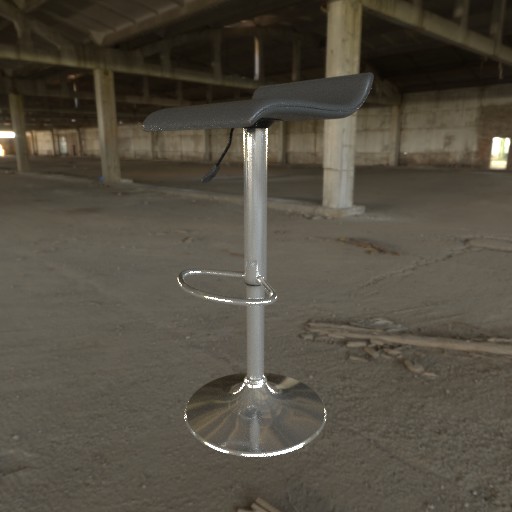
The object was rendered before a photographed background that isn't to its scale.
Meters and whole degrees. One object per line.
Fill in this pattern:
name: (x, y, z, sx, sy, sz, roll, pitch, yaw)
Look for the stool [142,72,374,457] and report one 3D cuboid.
stool: (0.000, 0.000, 1.094, 0.381, 0.851, 0.381, -13, 19, -43)
